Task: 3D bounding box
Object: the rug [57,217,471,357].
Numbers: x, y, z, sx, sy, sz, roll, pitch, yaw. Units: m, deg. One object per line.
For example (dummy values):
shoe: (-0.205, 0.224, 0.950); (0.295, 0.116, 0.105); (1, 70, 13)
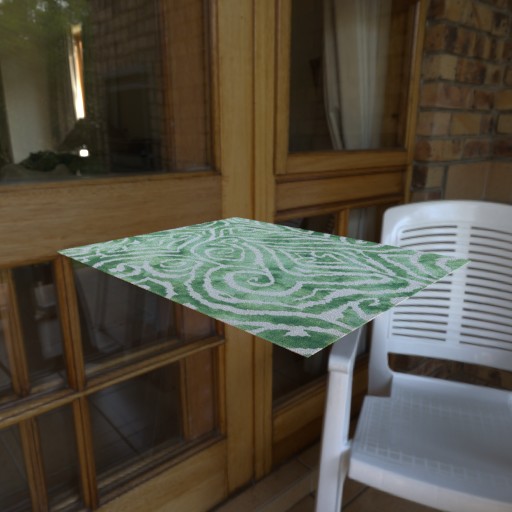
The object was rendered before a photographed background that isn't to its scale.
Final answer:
rug: (0.000, 0.000, 4.159); (3.045, 0.007, 2.436); (14, 21, 41)
